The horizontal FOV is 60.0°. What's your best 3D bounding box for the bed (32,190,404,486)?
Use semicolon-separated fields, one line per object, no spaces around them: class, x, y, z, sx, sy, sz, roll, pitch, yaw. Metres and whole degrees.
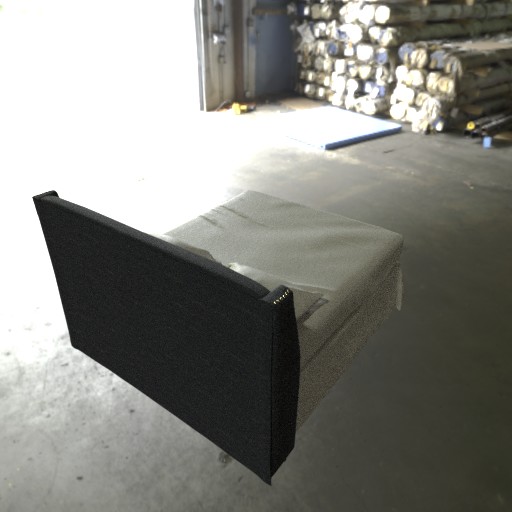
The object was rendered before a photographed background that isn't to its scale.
bed;0.000;0.000;3.429;1.925;1.332;2.276;21;37;31
